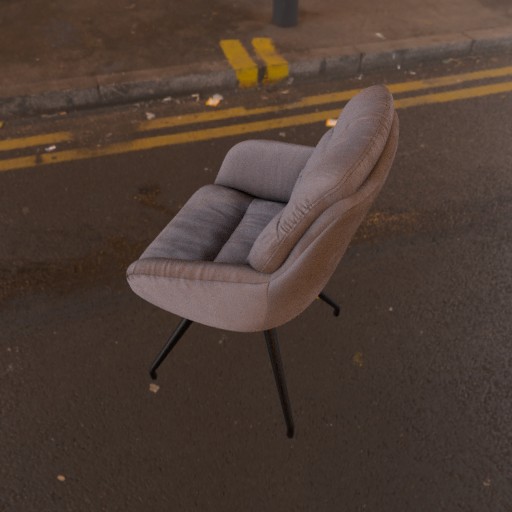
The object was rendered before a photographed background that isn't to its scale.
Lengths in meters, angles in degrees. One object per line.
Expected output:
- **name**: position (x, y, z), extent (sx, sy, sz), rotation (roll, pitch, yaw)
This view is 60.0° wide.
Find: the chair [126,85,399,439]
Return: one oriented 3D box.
- **chair**: position (0.000, 0.000, 1.196), extent (0.569, 0.888, 0.579), rotation (17, 48, 16)
